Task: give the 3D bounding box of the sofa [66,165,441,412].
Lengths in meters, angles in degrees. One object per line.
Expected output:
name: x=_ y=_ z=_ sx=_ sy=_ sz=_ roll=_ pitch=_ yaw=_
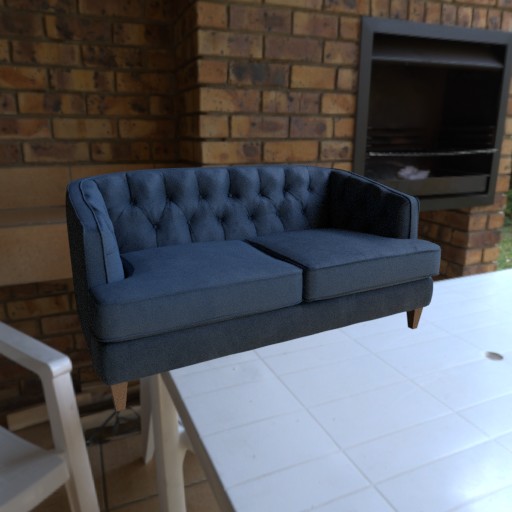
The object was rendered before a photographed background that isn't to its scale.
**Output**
sofa: x=0.000 y=0.000 z=2.271 sx=1.733 sy=0.854 sz=0.941 roll=-8 pitch=17 yaw=-27
